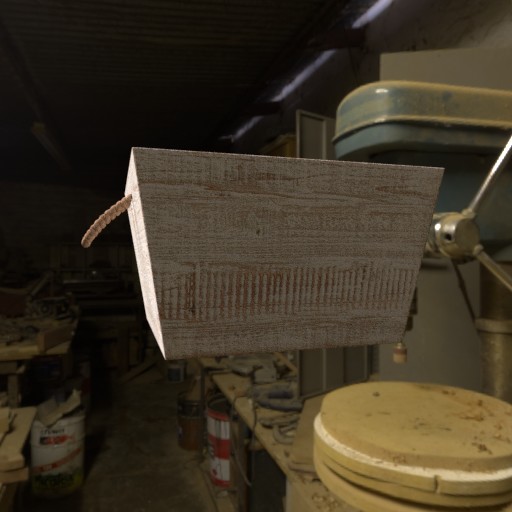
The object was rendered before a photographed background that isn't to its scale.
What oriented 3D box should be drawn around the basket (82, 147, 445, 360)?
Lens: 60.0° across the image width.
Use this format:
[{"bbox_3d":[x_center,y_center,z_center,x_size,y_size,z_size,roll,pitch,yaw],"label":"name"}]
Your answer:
[{"bbox_3d":[0.000,0.000,0.744,0.545,0.247,0.413,0,1,-18],"label":"basket"}]
